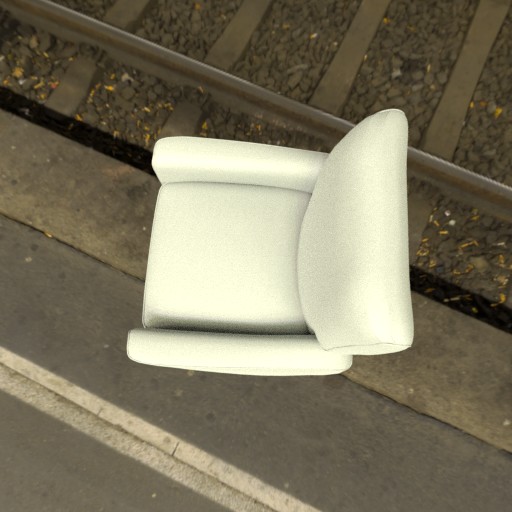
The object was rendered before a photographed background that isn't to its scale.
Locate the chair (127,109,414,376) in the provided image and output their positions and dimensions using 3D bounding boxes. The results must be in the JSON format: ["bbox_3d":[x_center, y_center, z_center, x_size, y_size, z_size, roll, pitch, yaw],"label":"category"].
[{"bbox_3d":[0.000,0.000,1.644,0.846,1.007,0.853,4,75,1],"label":"chair"}]
